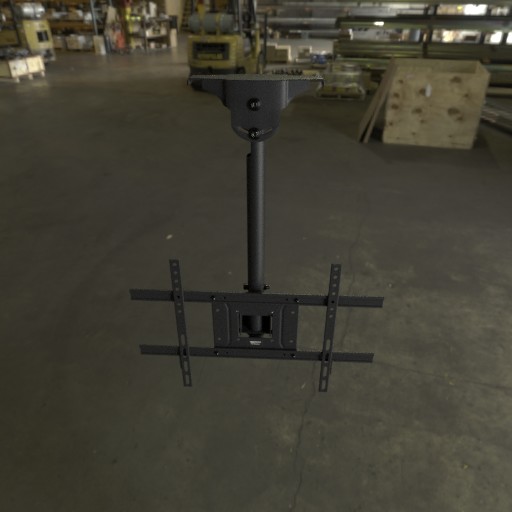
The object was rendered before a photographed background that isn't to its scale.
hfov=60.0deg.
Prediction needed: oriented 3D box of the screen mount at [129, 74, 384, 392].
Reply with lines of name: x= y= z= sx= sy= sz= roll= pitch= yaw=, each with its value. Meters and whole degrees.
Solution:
screen mount: x=0.000 y=0.000 z=1.026 sx=0.595 sy=0.775 sz=0.090 roll=2 pitch=31 yaw=3
